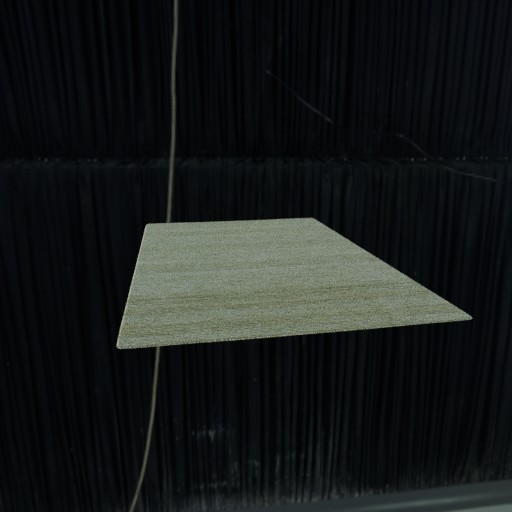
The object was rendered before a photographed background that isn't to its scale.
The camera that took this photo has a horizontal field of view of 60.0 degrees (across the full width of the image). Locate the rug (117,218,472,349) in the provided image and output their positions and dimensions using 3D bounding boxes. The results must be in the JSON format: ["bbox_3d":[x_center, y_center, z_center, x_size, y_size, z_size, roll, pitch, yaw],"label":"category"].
[{"bbox_3d":[0.000,0.000,2.192,1.143,0.010,1.758,-3,16,-10],"label":"rug"}]
